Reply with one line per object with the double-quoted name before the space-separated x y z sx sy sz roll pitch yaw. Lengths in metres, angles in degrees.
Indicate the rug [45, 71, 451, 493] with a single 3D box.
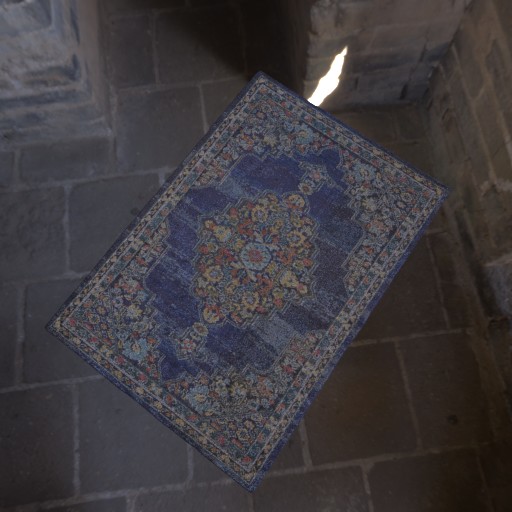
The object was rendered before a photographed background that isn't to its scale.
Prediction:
"rug" 0.000 0.000 3.667 2.053 0.011 2.940 35 78 9
